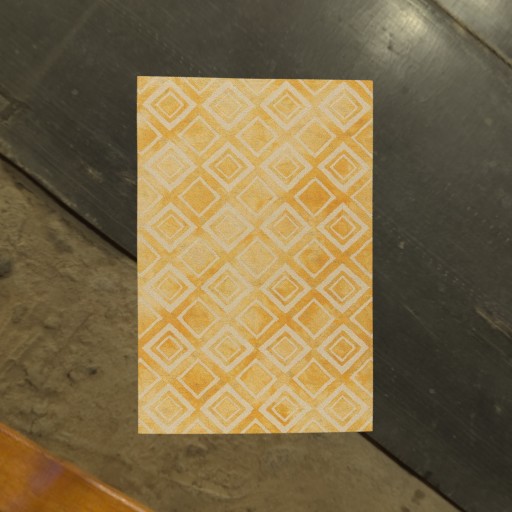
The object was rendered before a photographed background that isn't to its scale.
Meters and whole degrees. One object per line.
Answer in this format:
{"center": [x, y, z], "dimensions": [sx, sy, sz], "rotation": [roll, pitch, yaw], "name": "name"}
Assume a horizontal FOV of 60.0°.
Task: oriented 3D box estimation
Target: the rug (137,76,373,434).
{"center": [0.000, 0.000, 2.282], "dimensions": [1.213, 0.010, 1.829], "rotation": [0, 90, -2], "name": "rug"}
